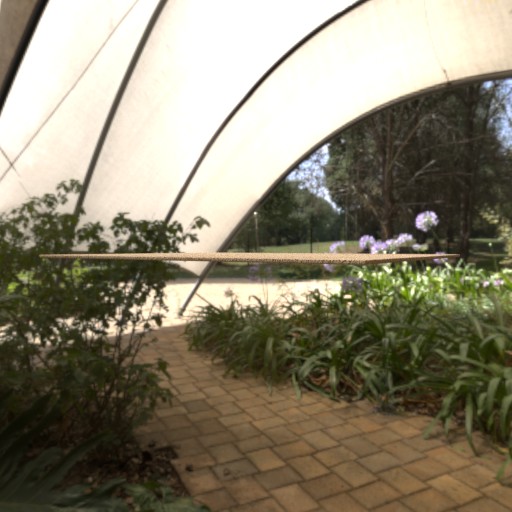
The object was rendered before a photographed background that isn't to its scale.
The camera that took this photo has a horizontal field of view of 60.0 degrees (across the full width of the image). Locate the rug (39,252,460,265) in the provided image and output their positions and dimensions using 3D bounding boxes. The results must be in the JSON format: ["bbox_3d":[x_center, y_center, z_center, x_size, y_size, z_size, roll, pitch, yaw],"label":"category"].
[{"bbox_3d":[0.000,0.000,4.041,3.000,0.025,2.400,1,1,35],"label":"rug"}]
